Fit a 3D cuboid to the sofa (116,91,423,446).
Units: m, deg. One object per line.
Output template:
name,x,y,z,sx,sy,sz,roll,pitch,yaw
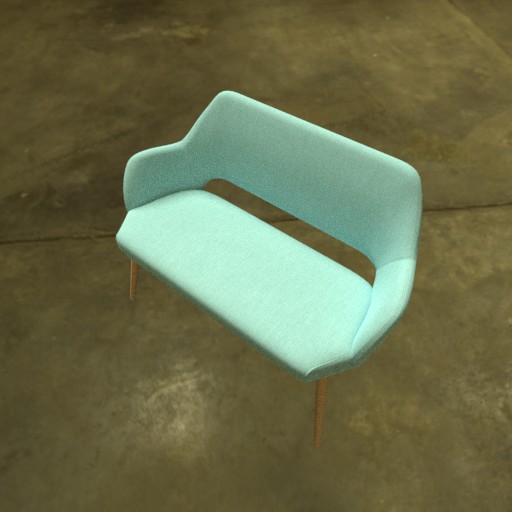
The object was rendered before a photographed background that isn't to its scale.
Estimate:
sofa,0.000,0.000,1.650,1.150,0.840,0.610,31,55,26
